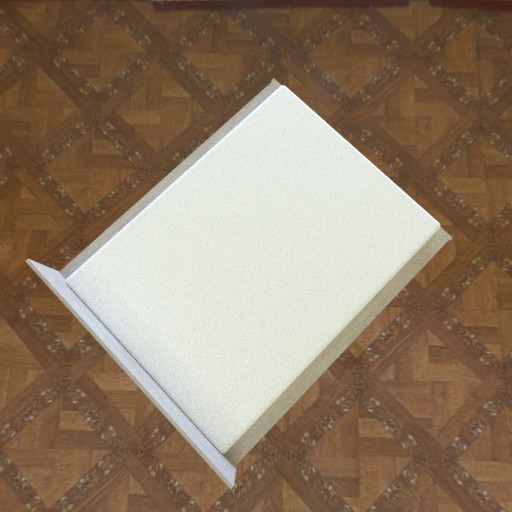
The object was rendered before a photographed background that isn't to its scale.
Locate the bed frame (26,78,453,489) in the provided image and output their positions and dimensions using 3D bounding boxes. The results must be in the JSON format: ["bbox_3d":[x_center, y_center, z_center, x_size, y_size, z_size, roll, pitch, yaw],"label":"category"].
[{"bbox_3d":[0.000,0.000,2.848,1.960,0.800,1.622,-44,81,-9],"label":"bed frame"}]
